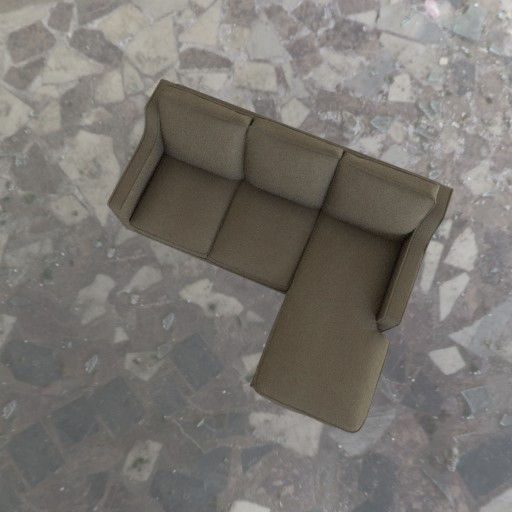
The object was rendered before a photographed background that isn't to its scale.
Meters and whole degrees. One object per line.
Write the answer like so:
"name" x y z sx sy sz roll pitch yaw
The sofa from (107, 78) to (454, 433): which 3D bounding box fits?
"sofa" 0.000 0.000 3.338 2.317 1.081 1.858 22 76 6
